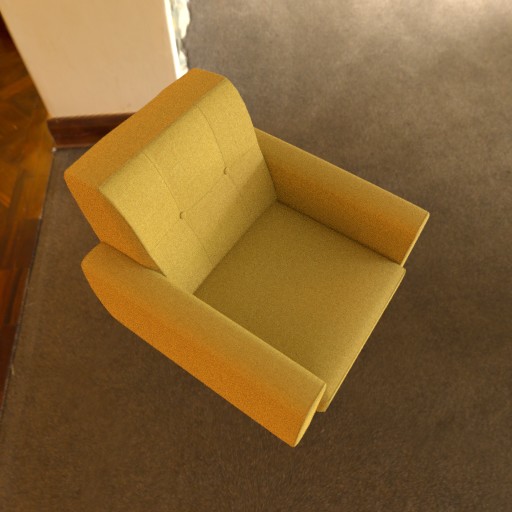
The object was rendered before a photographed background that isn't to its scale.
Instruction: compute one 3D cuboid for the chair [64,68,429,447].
[{"bbox_3d":[0.000,0.000,1.534,0.909,0.841,0.831,30,62,18],"label":"chair"}]
